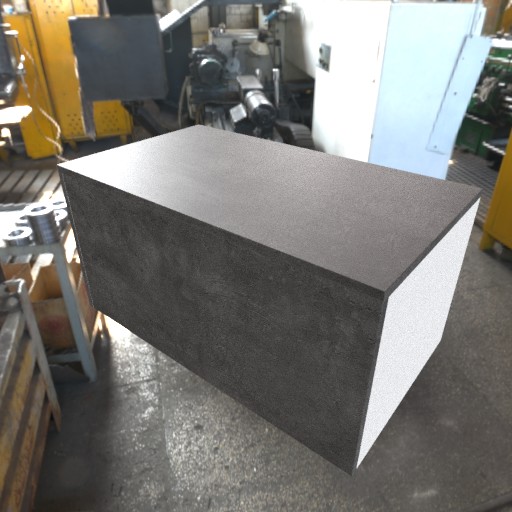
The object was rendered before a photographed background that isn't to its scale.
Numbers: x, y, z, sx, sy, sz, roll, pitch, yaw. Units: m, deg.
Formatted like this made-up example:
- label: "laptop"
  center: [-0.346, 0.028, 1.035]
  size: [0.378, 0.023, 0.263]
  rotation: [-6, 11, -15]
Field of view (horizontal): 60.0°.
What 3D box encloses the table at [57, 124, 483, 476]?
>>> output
- label: "table"
  center: [0.000, 0.000, 0.920]
  size: [0.700, 0.350, 0.400]
  rotation: [22, 37, 32]
